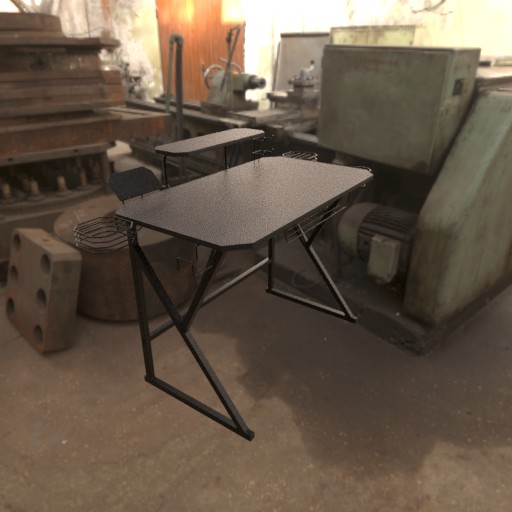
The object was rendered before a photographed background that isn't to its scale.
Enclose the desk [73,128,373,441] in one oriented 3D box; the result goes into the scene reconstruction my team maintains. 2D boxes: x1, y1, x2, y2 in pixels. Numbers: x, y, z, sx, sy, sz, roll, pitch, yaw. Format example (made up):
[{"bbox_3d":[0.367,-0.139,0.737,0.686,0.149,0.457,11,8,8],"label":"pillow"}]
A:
[{"bbox_3d":[0.000,0.000,1.772,0.580,0.880,1.290,17,30,31],"label":"desk"}]
